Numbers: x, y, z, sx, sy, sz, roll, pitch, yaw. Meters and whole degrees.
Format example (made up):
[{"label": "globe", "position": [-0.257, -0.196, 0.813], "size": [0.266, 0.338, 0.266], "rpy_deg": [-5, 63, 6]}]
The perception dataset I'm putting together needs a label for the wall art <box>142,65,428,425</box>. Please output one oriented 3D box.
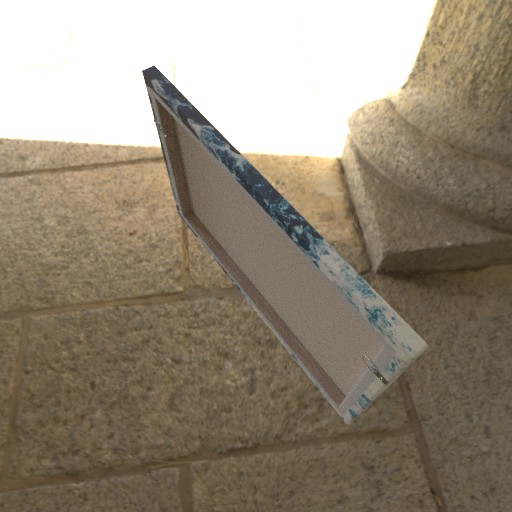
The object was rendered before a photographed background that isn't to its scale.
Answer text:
[{"label": "wall art", "position": [0.000, 0.000, 1.182], "size": [0.042, 0.610, 0.915], "rpy_deg": [-33, 65, -18]}]
